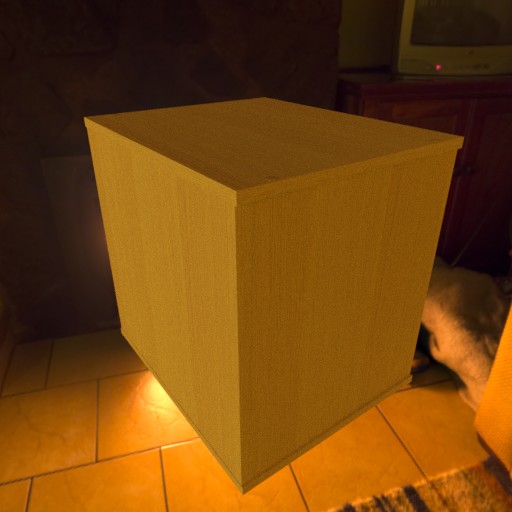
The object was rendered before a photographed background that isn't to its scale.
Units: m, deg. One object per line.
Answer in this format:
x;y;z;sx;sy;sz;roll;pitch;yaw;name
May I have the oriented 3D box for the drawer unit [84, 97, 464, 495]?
0.000;0.000;0.597;0.290;0.344;0.349;-19;33;-31;drawer unit
